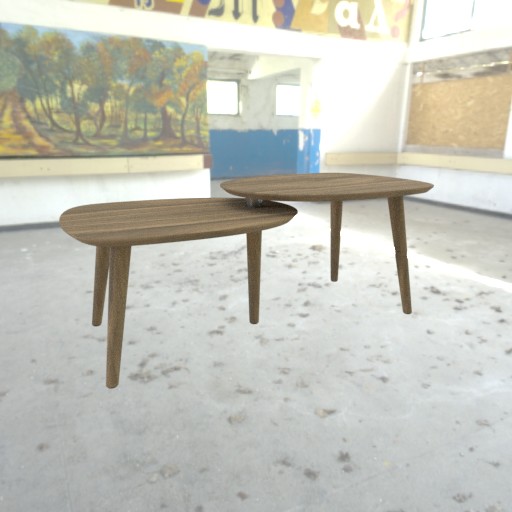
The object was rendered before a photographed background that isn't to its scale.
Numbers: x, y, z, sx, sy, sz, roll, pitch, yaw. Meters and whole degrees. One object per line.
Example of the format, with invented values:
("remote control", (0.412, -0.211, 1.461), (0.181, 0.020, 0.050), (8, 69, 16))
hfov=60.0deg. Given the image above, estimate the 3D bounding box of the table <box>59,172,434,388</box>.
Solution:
("table", (0.000, 0.000, 1.367), (1.084, 0.429, 0.527), (-8, 18, -26))
